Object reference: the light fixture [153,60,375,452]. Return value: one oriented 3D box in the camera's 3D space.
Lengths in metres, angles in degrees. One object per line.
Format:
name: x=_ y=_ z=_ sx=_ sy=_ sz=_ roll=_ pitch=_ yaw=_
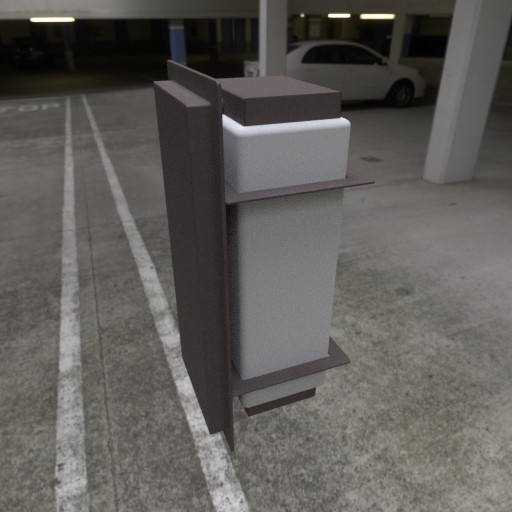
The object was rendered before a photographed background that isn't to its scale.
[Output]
light fixture: x=0.000 y=0.000 z=0.438 sx=0.146 sy=0.347 sz=0.153 roll=-11 pitch=30 yaw=-19
